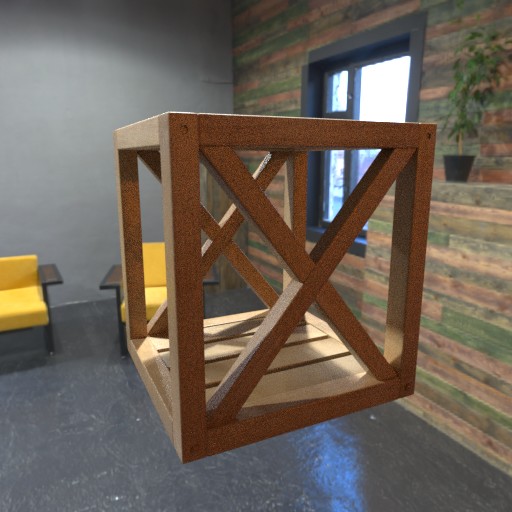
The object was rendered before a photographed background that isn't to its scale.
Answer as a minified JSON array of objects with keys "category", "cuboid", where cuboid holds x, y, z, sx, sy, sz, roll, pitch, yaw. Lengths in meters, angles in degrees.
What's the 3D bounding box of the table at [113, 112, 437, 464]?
[{"category":"table","cuboid":[0.000,0.000,1.090,0.559,0.610,0.558,-6,14,-25]}]
